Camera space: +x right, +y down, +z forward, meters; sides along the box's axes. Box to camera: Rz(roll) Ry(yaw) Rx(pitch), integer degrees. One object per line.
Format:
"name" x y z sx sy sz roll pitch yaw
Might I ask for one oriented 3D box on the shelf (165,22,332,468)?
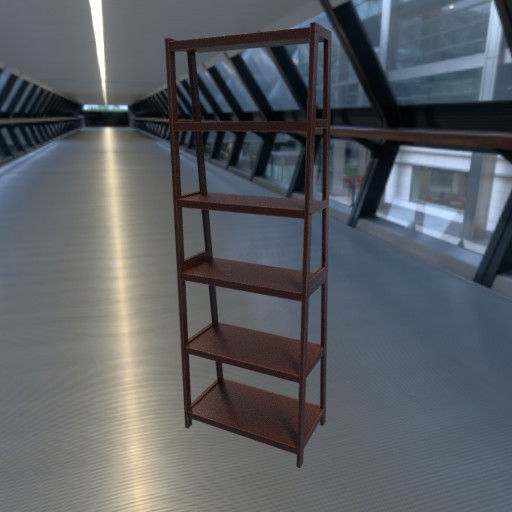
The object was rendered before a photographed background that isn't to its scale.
"shelf" 0.000 0.000 2.121 0.660 1.892 0.381 8 18 25
